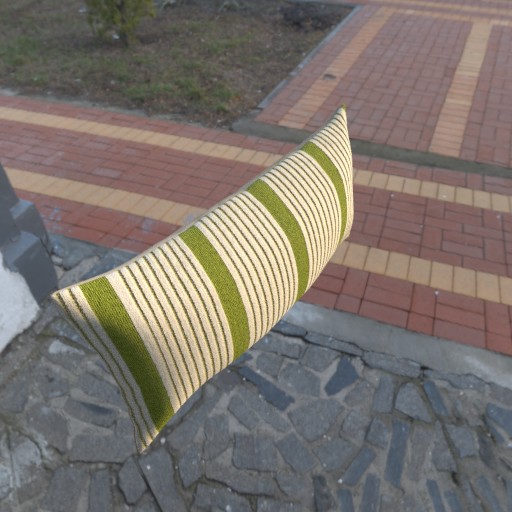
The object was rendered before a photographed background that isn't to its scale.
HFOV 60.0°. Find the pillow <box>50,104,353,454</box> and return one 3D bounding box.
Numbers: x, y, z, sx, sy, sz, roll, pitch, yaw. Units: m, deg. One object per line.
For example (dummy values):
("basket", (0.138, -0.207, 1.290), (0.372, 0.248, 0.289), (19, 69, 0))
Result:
("pillow", (0.000, 0.000, 0.713), (0.156, 0.292, 0.608), (27, 49, 27))
